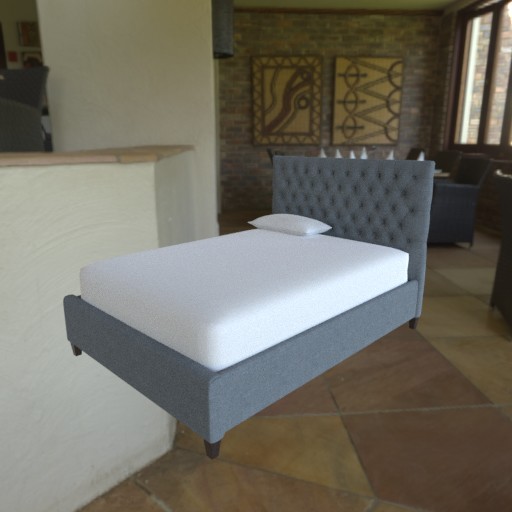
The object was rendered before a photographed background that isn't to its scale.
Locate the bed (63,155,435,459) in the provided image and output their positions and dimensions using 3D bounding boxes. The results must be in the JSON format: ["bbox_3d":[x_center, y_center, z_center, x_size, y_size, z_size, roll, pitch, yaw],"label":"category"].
[{"bbox_3d":[0.000,0.000,3.405,1.698,1.411,2.335,14,20,43],"label":"bed"}]
